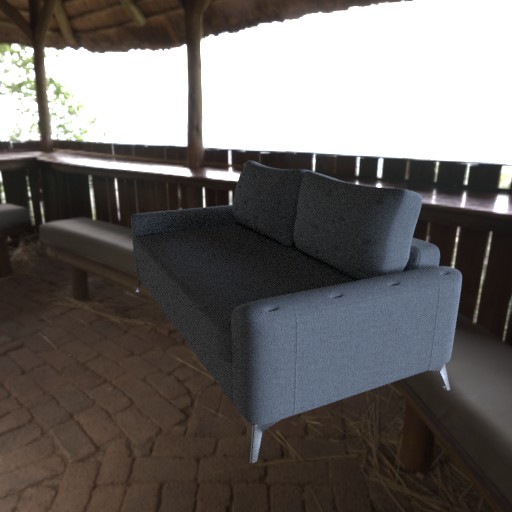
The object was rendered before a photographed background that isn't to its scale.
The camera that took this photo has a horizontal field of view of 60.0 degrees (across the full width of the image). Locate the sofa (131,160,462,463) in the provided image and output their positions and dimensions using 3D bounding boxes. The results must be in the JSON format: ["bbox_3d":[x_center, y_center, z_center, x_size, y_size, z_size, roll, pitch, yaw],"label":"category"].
[{"bbox_3d":[0.000,0.000,2.141,0.920,0.790,1.650,-8,19,-26],"label":"sofa"}]
